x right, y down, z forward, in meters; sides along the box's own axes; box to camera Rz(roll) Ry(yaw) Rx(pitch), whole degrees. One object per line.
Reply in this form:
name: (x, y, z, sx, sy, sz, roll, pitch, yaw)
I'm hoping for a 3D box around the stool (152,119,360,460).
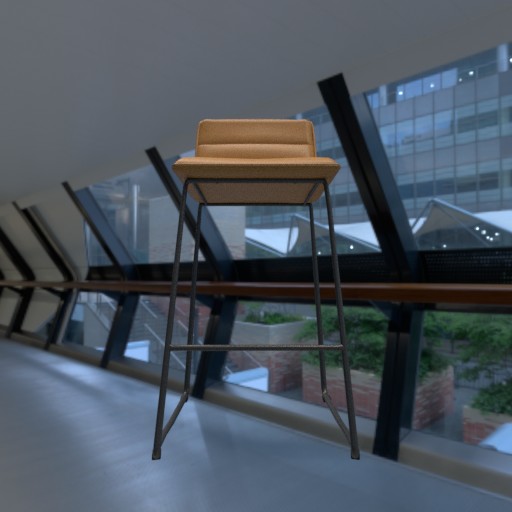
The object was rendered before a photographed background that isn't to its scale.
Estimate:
stool: (0.000, 0.000, 1.245, 0.489, 0.936, 0.524, 0, -2, 0)
